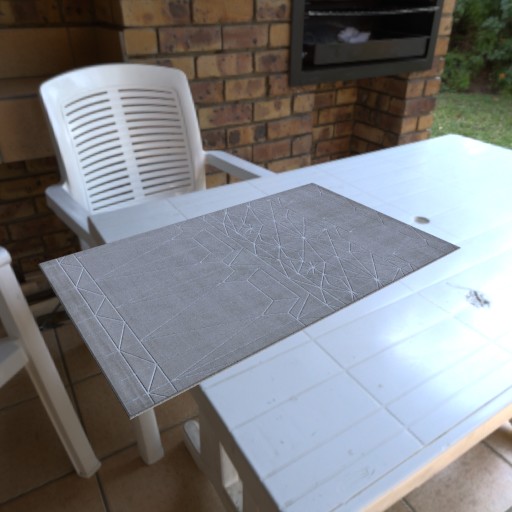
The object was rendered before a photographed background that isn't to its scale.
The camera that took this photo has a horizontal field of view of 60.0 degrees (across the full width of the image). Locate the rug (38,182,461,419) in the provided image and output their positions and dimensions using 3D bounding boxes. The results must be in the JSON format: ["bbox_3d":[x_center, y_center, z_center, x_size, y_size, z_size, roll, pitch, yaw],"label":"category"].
[{"bbox_3d":[0.000,0.000,3.006,2.438,0.012,1.524,-21,37,-31],"label":"rug"}]
